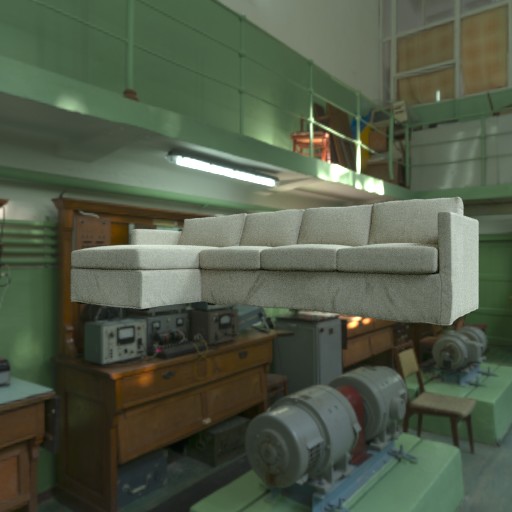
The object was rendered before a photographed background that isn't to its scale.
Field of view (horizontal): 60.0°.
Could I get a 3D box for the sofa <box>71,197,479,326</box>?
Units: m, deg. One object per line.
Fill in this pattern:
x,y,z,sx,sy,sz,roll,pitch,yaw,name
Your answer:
0.000,0.000,3.802,3.205,0.922,1.650,0,0,37,sofa
